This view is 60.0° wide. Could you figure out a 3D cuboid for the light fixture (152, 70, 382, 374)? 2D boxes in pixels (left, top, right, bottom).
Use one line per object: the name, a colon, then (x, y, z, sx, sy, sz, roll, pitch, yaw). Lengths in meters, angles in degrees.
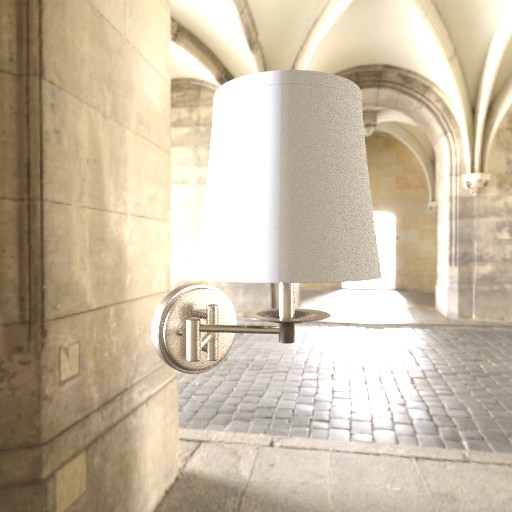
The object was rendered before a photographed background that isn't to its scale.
light fixture: (0.000, 0.000, 0.589, 0.223, 0.381, 0.348, -1, 1, -37)
